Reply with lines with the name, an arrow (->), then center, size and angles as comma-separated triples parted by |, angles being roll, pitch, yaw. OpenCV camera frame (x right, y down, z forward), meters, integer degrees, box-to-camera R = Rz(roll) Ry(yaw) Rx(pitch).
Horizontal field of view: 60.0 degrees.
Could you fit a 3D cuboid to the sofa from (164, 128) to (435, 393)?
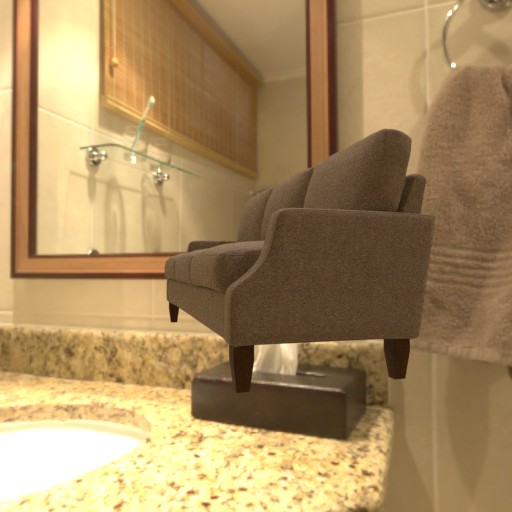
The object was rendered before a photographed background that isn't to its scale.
sofa -> 0.000, 0.000, 2.599 | 0.888, 0.984, 2.115 | 0, -2, -17
